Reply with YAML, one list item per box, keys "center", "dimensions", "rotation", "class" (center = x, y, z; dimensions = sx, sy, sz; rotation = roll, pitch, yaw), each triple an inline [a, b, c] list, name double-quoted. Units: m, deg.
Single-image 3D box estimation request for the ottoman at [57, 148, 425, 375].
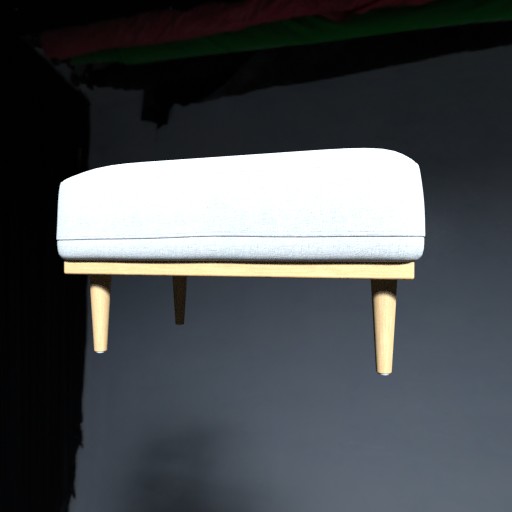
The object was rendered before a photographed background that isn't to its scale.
- center: [0.000, 0.000, 1.084]
  dimensions: [0.749, 0.428, 0.549]
  rotation: [0, 0, 17]
  class: "ottoman"
